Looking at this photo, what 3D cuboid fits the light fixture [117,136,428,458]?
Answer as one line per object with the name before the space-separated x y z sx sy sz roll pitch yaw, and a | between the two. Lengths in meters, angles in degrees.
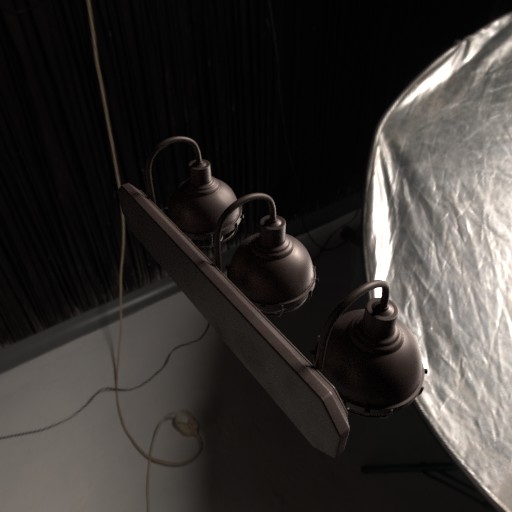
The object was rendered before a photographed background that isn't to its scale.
light fixture | 0.000 0.000 0.750 0.229 0.254 0.634 -25 47 -26
